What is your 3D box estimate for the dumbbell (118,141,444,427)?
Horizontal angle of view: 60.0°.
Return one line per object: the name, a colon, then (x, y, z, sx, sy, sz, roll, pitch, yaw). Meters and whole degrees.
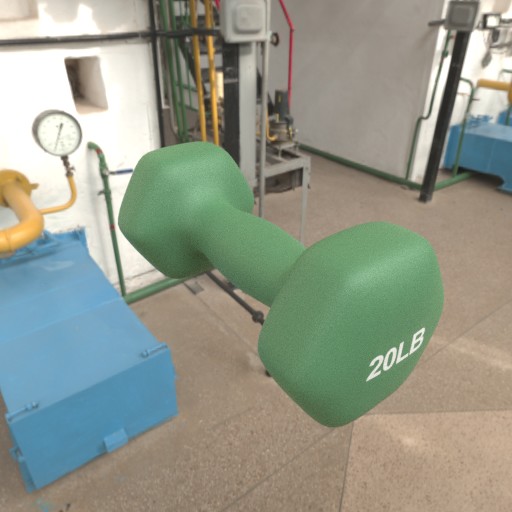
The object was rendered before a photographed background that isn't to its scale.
dumbbell: (0.000, 0.000, 0.326, 0.126, 0.114, 0.257, -21, 36, -31)
